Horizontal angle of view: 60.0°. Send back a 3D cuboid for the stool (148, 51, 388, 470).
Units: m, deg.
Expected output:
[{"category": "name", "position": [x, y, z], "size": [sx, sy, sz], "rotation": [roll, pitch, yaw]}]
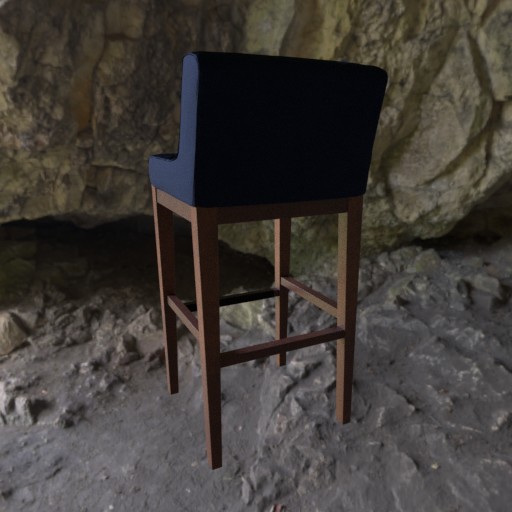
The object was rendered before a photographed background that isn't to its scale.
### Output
[{"category": "stool", "position": [0.000, 0.000, 1.320], "size": [0.511, 1.037, 0.500], "rotation": [-7, 17, -25]}]
